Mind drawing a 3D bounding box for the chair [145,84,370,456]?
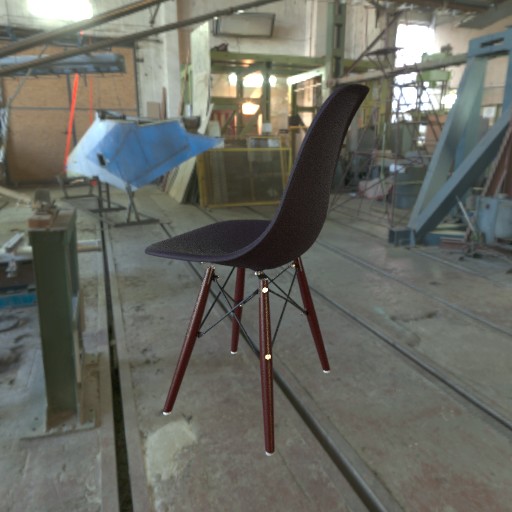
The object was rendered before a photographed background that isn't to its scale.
[{"bbox_3d":[0.000,0.000,1.177,0.533,0.826,0.470,7,17,24],"label":"chair"}]
